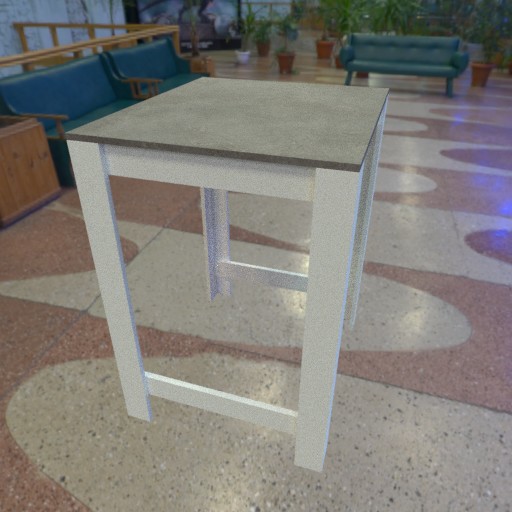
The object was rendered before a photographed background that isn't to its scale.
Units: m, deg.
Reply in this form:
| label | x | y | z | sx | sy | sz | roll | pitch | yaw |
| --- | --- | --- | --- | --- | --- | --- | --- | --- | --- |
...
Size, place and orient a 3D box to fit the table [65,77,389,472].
| label | x | y | z | sx | sy | sz | roll | pitch | yaw |
| --- | --- | --- | --- | --- | --- | --- | --- | --- | --- |
| table | 0.000 | 0.000 | 1.558 | 0.700 | 1.020 | 0.800 | 10 | 33 | 16 |
